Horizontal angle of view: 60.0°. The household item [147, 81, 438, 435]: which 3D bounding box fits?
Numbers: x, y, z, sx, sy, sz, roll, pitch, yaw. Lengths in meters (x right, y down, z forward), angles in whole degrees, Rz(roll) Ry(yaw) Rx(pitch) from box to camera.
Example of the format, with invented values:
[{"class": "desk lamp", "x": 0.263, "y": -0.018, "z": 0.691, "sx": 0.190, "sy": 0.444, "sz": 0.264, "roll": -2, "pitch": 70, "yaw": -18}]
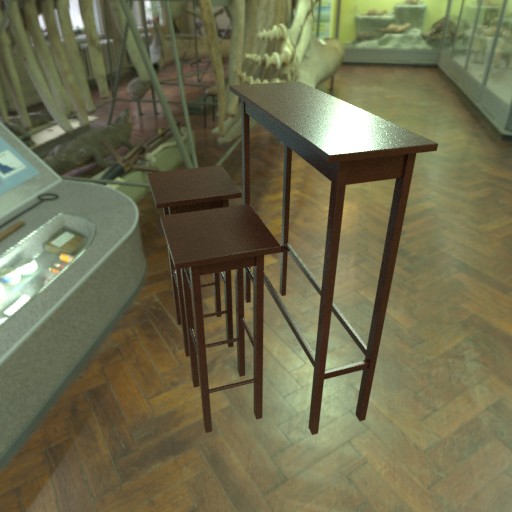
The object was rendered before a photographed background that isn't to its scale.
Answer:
[{"class": "household item", "x": 0.000, "y": 0.000, "z": 1.680, "sx": 0.676, "sy": 1.067, "sz": 0.914, "roll": -9, "pitch": 32, "yaw": -15}]
